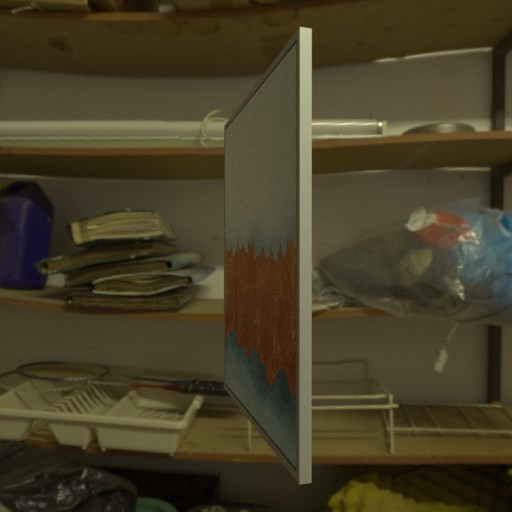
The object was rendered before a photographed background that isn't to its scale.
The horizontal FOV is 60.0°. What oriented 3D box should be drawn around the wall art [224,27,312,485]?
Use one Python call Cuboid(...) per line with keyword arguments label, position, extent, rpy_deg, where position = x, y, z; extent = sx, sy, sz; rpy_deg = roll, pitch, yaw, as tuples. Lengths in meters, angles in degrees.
Cuboid(label="wall art", position=(0.000, 0.000, 1.391), extent=(0.034, 1.042, 0.789), rpy_deg=(0, 0, -17))
